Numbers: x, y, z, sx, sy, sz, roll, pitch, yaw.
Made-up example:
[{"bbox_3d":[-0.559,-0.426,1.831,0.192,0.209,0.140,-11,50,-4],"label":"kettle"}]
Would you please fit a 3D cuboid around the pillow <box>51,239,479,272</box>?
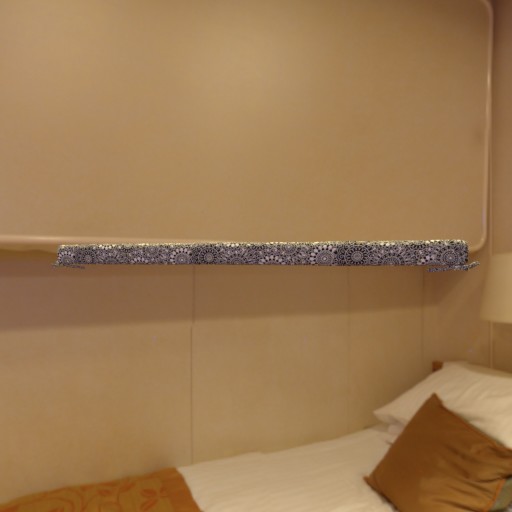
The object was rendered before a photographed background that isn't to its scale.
[{"bbox_3d":[0.000,0.000,1.363,1.187,0.081,0.492,0,0,18],"label":"pillow"}]
